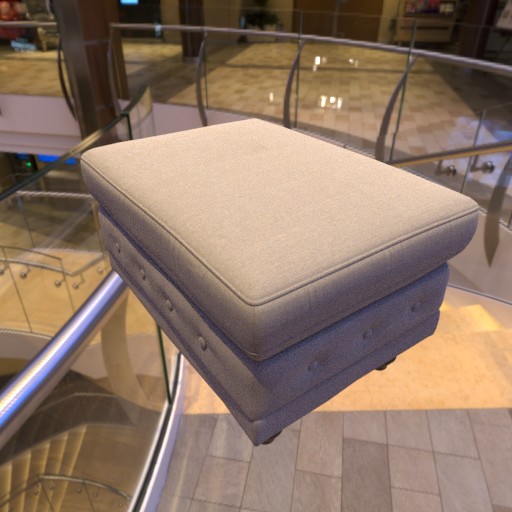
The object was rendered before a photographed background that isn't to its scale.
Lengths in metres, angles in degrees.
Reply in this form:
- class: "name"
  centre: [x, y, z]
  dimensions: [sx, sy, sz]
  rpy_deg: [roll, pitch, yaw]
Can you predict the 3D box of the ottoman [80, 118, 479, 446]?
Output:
- class: "ottoman"
  centre: [0.000, 0.000, 1.098]
  dimensions: [0.569, 0.500, 0.771]
  rpy_deg: [-21, 37, -30]
